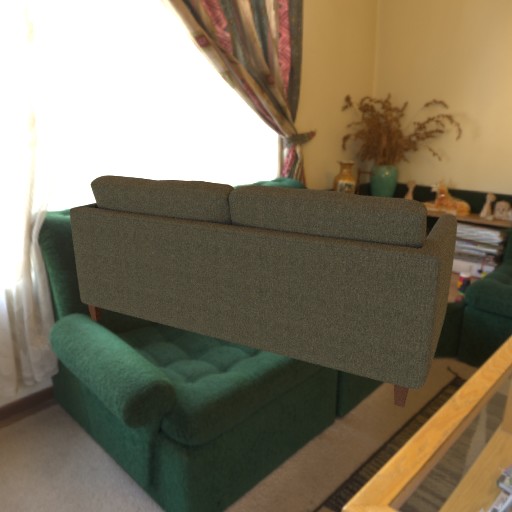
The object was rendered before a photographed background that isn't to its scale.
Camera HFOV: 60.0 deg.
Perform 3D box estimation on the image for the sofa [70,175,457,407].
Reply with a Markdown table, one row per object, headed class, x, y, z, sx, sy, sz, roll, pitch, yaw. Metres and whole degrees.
| class | x | y | z | sx | sy | sz | roll | pitch | yaw |
| --- | --- | --- | --- | --- | --- | --- | --- | --- | --- |
| sofa | 0.000 | 0.000 | 2.762 | 2.208 | 0.965 | 0.948 | 9 | 19 | 26 |
